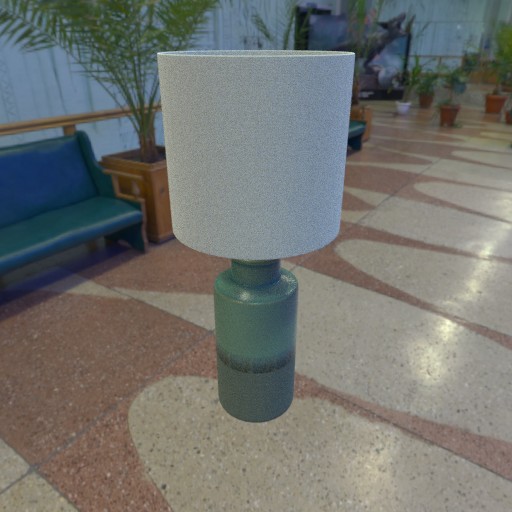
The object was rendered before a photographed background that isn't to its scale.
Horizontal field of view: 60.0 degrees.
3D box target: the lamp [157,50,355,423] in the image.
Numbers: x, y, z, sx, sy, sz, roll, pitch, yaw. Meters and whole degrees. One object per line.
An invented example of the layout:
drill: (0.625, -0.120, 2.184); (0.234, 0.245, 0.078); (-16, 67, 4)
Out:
lamp: (0.000, 0.000, 0.591); (0.212, 0.493, 0.212); (19, 32, 33)
